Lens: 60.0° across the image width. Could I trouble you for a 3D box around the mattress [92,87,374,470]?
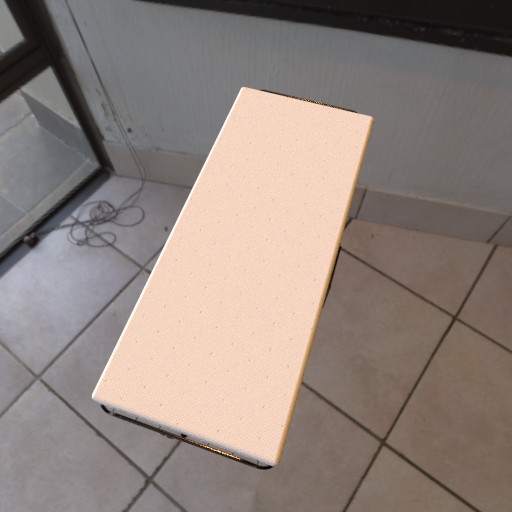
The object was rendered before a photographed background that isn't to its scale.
[{"bbox_3d":[0.000,0.000,2.602,0.922,0.519,2.153,16,63,8],"label":"mattress"}]
